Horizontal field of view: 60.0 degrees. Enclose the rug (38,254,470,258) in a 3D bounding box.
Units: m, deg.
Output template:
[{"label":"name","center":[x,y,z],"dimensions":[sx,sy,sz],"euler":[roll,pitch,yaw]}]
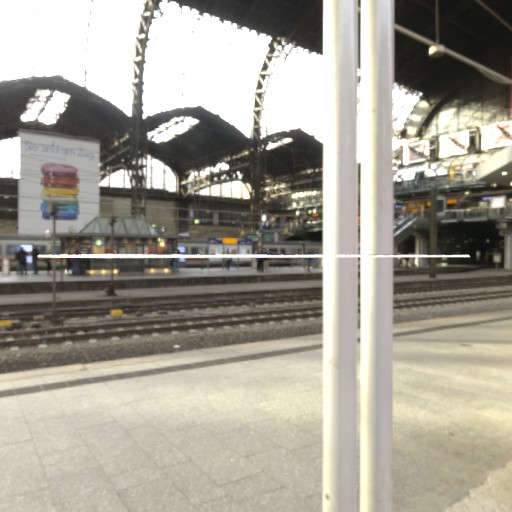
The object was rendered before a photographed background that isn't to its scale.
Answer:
[{"label":"rug","center":[0.000,0.000,2.783],"dimensions":[2.275,0.014,1.514],"euler":[0,0,-35]}]
